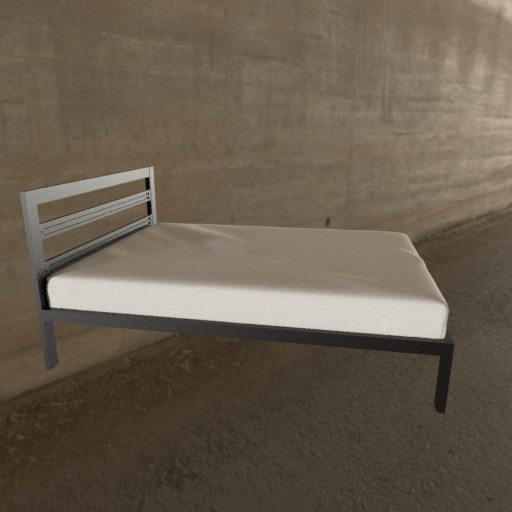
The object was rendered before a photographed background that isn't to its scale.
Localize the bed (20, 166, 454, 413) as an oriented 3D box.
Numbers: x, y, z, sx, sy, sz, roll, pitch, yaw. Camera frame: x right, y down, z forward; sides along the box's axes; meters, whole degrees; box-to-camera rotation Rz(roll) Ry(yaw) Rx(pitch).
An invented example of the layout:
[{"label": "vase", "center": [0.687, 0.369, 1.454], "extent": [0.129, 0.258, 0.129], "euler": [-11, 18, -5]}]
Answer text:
[{"label": "bed", "center": [0.000, 0.000, 2.811], "extent": [2.062, 0.967, 1.524], "euler": [3, 16, 10]}]
